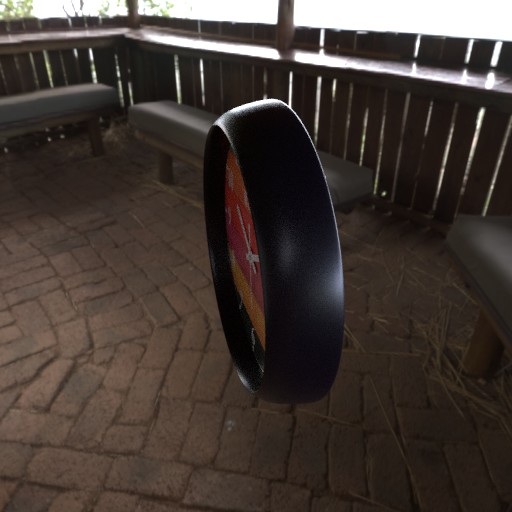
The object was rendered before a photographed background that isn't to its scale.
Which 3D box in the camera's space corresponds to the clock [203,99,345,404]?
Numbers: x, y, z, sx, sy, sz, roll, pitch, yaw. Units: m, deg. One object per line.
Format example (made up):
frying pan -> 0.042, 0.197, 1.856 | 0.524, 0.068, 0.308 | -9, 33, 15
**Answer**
clock -> 0.000, 0.000, 0.453 | 0.060, 0.300, 0.300 | -8, 32, -14
